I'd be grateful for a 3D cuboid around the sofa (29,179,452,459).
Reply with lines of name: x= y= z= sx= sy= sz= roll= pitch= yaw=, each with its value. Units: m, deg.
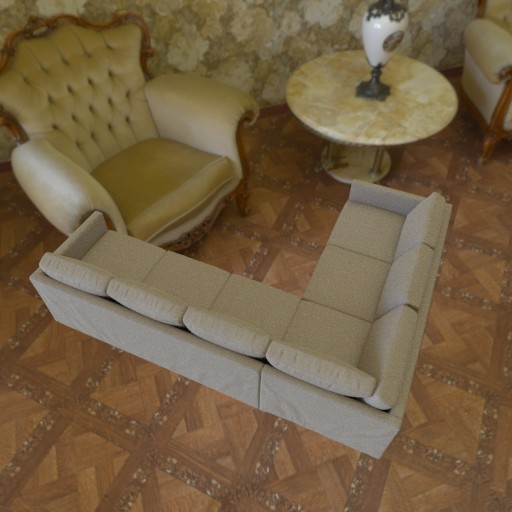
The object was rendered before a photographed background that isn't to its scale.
sofa: x=0.000 y=0.000 z=4.258 sx=3.182 sy=0.871 sz=2.432 roll=19 pitch=52 yaw=15
